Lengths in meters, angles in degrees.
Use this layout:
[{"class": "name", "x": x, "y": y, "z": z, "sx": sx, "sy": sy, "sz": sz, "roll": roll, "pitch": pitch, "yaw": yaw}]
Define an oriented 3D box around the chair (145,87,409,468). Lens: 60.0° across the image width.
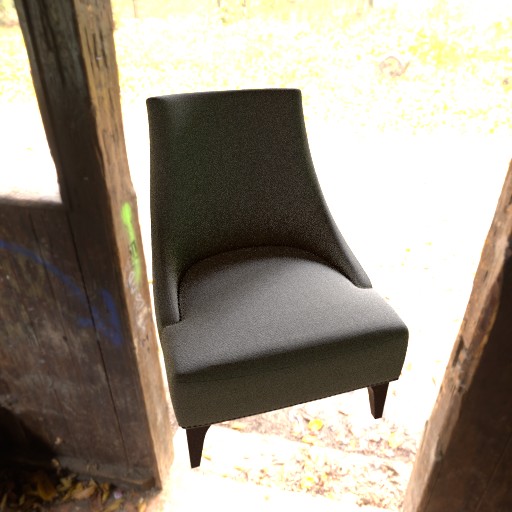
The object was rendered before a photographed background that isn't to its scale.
[{"class": "chair", "x": 0.000, "y": 0.000, "z": 1.469, "sx": 0.701, "sy": 0.909, "sz": 0.861, "roll": -9, "pitch": 33, "yaw": -14}]
